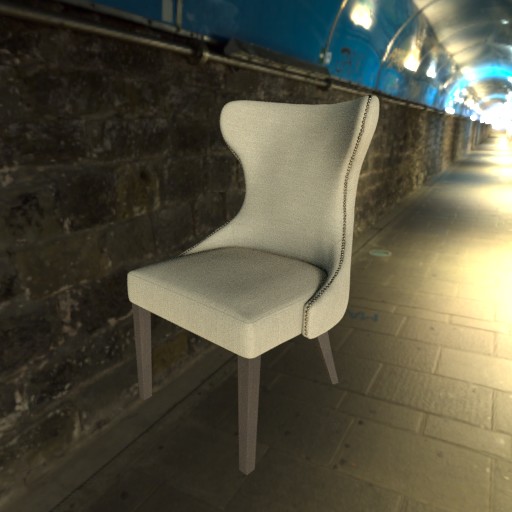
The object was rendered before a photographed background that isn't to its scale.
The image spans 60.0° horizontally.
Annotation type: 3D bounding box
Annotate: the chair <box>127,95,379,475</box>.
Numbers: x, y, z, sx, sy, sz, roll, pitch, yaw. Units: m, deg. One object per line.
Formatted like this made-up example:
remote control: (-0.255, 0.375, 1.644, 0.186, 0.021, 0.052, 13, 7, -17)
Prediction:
chair: (0.000, 0.000, 1.411, 0.628, 0.967, 0.635, 15, 22, 41)
